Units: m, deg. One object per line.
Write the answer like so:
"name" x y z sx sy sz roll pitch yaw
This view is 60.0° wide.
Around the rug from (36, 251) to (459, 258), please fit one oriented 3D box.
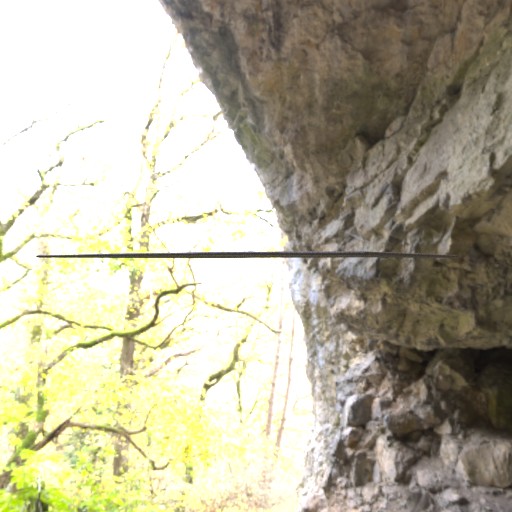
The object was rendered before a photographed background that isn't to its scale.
"rug" 0.000 0.000 4.063 3.017 0.035 2.472 0 -1 34
